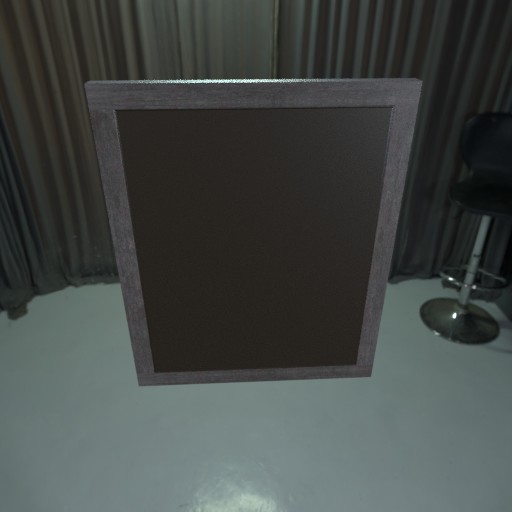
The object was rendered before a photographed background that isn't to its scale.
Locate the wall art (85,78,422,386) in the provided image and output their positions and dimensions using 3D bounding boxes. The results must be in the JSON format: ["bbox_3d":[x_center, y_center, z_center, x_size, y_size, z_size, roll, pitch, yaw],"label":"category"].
[{"bbox_3d":[0.000,0.000,0.782,0.479,0.580,0.027,-2,30,-3],"label":"wall art"}]
